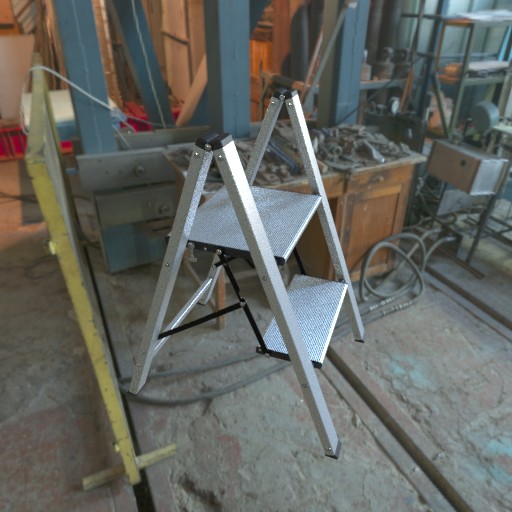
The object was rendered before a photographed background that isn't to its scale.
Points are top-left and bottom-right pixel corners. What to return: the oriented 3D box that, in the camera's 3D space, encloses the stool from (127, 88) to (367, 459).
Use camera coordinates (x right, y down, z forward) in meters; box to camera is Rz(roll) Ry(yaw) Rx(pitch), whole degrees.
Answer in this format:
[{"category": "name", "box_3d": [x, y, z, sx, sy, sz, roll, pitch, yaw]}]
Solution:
[{"category": "stool", "box_3d": [0.000, 0.000, 1.035, 0.535, 0.670, 0.440, 11, 33, 17]}]
